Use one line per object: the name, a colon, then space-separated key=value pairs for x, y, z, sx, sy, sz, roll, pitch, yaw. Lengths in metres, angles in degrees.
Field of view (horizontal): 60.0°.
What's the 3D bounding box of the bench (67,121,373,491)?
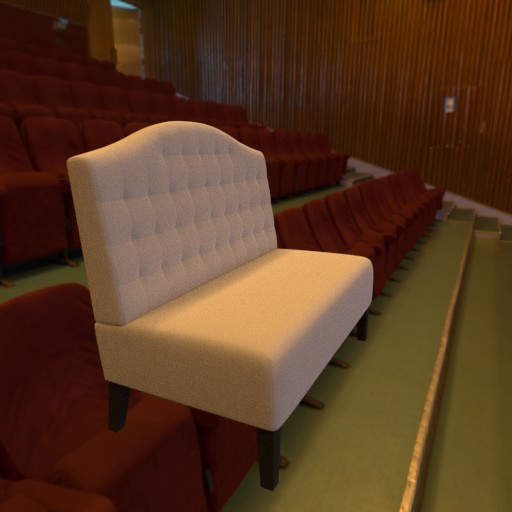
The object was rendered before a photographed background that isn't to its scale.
bench: x=0.000 y=0.000 z=2.006 sx=0.815 sy=1.180 sz=1.335 roll=7 pitch=16 yaw=26
